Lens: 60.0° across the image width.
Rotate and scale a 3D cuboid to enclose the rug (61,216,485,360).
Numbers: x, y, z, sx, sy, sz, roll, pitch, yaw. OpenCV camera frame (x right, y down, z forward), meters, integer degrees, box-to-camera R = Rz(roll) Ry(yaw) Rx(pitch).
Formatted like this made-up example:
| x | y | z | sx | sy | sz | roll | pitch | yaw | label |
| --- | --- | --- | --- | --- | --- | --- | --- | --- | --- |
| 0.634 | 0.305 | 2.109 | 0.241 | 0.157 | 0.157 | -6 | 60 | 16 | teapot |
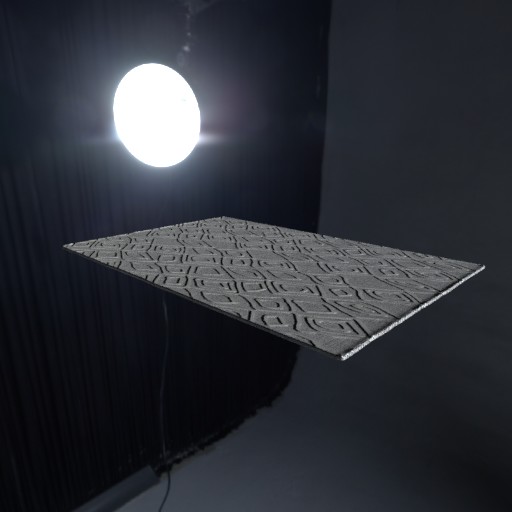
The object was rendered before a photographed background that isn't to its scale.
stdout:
| x | y | z | sx | sy | sz | roll | pitch | yaw | label |
| --- | --- | --- | --- | --- | --- | --- | --- | --- | --- |
| 0.000 | 0.000 | 2.270 | 1.832 | 0.016 | 1.224 | 14 | 21 | 42 | rug |
